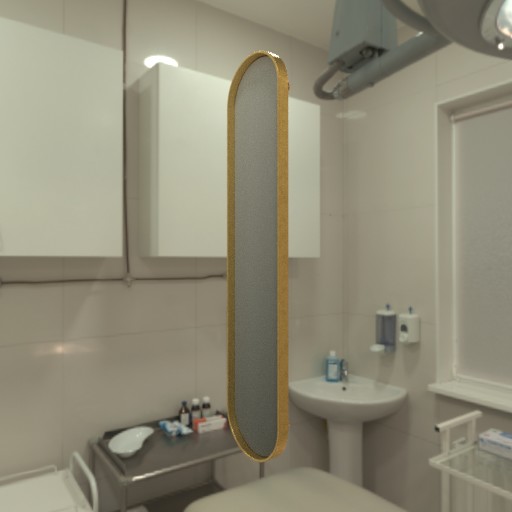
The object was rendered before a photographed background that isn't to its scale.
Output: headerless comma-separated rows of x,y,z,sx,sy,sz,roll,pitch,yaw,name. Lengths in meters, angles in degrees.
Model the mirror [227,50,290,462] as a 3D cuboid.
0.000,0.000,1.092,0.032,0.991,0.222,0,0,-35,mirror
